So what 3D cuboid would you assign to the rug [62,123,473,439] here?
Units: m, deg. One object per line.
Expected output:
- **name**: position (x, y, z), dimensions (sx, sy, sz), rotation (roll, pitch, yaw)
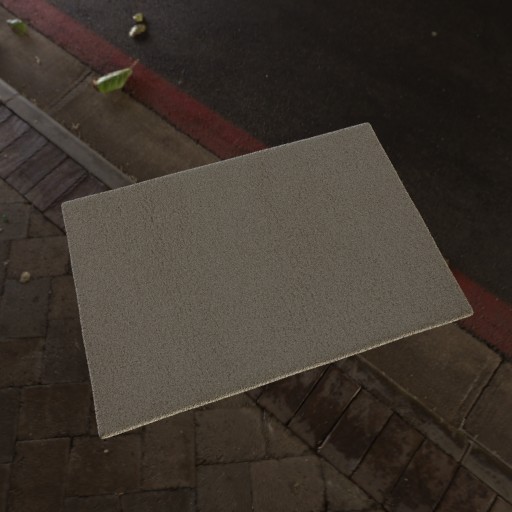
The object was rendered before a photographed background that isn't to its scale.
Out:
- **rug**: position (0.000, 0.000, 2.227), dimensions (1.778, 0.030, 1.219), rotation (-16, 66, -7)
